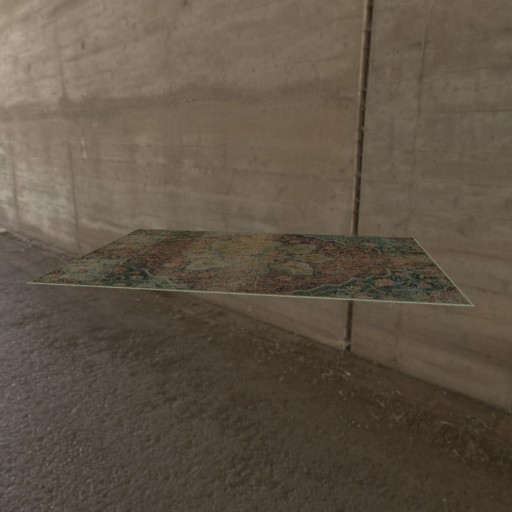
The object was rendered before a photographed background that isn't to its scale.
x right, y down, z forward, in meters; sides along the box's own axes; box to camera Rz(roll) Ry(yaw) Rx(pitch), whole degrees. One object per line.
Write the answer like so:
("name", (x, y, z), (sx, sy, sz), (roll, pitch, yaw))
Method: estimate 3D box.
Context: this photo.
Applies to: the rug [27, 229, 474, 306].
("rug", (0.000, 0.000, 3.012), (2.363, 0.004, 1.566), (3, 15, 9))
